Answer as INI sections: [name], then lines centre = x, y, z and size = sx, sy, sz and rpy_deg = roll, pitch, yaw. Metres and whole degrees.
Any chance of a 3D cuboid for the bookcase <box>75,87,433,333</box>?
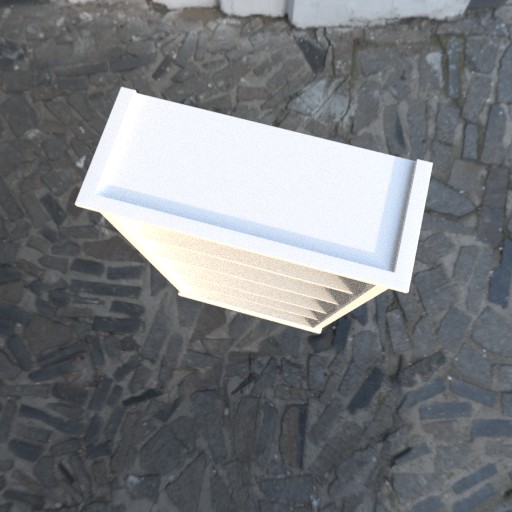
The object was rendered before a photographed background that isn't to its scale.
[bookcase]
centre = 0.000, 0.000, 2.303
size = 1.050, 1.880, 0.432
rpy_deg = 15, 76, 4
